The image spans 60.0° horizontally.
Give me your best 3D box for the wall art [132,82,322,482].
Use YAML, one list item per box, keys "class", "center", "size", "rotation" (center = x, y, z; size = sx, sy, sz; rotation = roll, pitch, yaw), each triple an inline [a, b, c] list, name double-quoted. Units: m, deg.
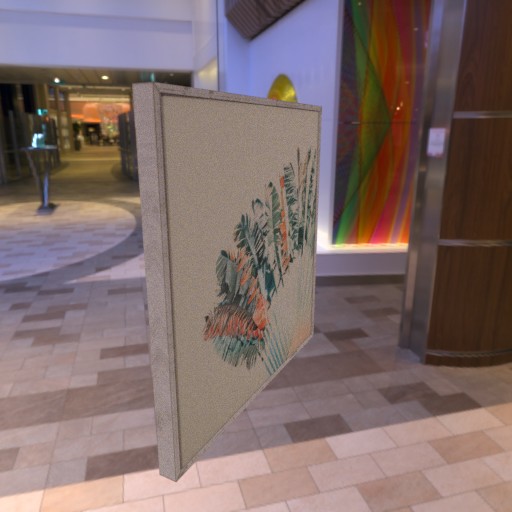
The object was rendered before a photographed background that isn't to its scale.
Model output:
- class: "wall art"
  center: [0.000, 0.000, 0.752]
  size: [0.029, 0.506, 0.508]
  rotation: [8, 18, 27]
